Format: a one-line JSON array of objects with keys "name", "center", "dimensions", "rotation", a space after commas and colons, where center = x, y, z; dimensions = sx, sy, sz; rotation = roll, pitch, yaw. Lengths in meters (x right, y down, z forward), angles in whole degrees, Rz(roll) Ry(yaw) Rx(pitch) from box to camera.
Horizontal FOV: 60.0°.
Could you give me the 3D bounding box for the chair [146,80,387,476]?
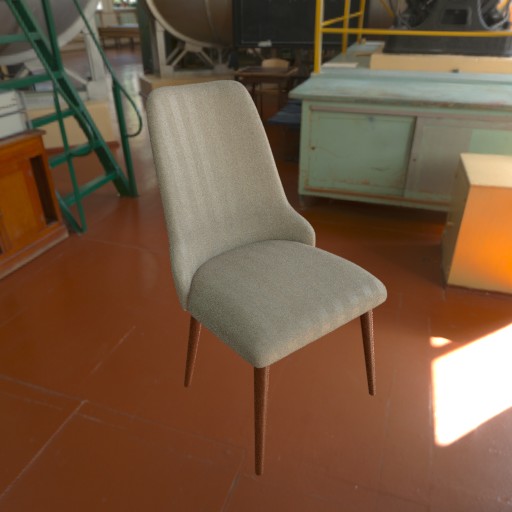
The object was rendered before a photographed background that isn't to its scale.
[{"name": "chair", "center": [0.000, 0.000, 1.356], "dimensions": [0.526, 0.917, 0.684], "rotation": [-21, 36, -31]}]
